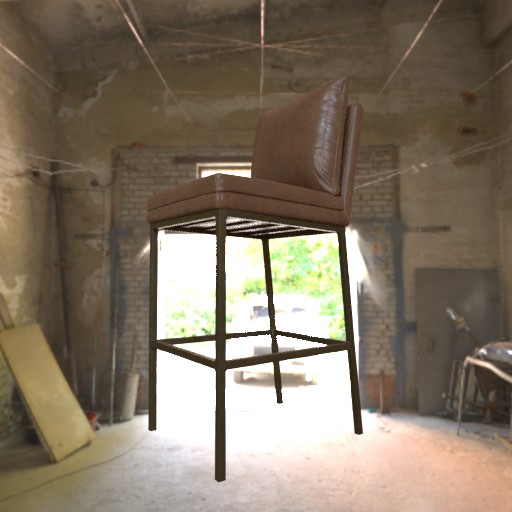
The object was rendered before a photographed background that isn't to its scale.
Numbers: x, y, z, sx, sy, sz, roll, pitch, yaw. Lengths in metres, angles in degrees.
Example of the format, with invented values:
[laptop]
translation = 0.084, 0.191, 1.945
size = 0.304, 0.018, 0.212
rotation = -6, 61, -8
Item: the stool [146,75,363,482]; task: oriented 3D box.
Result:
[stool]
translation = 0.000, 0.000, 1.433
size = 0.571, 1.124, 0.463
rotation = 1, -2, -36
